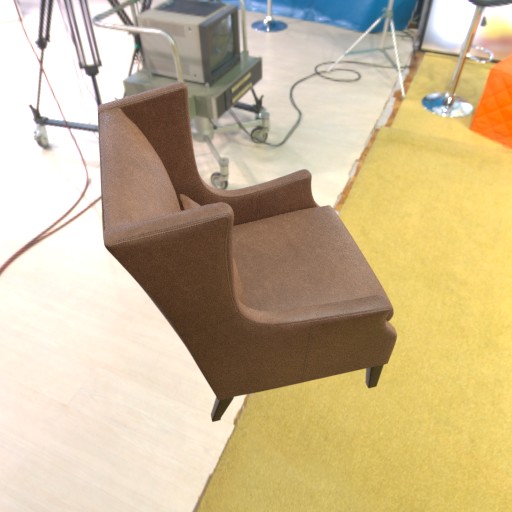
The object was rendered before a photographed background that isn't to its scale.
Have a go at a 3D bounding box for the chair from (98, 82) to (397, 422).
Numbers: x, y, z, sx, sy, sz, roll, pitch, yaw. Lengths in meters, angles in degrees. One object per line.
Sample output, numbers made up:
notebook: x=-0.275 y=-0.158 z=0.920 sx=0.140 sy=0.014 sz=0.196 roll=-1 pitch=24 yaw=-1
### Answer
chair: x=0.000 y=0.000 z=1.686 sx=0.913 sy=1.088 sz=0.815 roll=-11 pitch=47 yaw=-11
